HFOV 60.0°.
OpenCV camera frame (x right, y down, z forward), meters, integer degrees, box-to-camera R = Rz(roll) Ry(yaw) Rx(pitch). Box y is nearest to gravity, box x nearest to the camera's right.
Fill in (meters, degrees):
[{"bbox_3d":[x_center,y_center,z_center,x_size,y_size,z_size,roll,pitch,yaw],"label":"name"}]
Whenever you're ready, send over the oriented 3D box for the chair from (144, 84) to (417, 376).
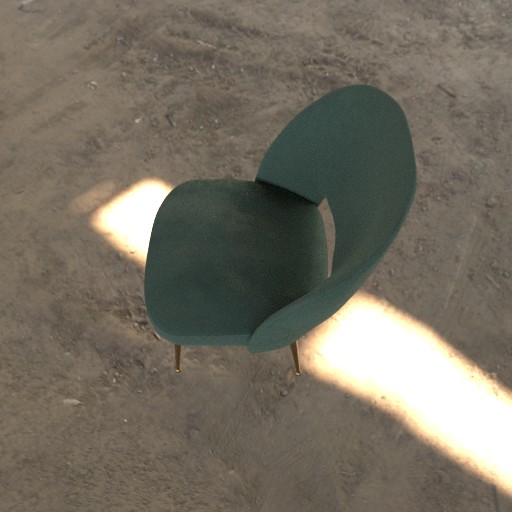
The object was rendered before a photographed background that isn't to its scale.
[{"bbox_3d":[0.000,0.000,1.182,0.577,0.860,0.527,1,60,1],"label":"chair"}]
